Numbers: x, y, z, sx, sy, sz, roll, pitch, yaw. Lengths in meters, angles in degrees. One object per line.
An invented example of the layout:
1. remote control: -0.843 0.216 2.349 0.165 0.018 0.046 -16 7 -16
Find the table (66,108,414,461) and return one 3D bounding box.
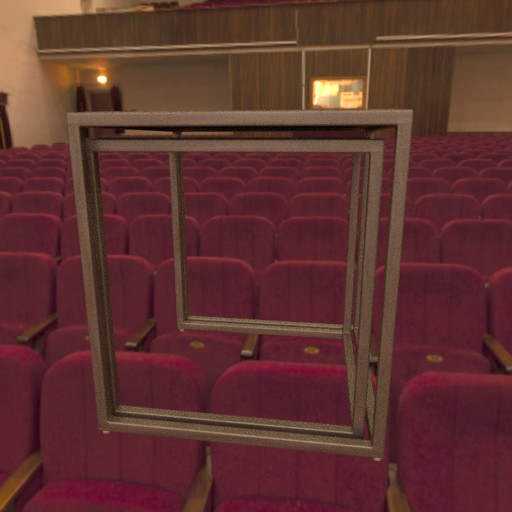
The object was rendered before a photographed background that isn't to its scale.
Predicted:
1. table: 0.000 0.000 0.839 0.449 0.500 0.450 2 15 8
